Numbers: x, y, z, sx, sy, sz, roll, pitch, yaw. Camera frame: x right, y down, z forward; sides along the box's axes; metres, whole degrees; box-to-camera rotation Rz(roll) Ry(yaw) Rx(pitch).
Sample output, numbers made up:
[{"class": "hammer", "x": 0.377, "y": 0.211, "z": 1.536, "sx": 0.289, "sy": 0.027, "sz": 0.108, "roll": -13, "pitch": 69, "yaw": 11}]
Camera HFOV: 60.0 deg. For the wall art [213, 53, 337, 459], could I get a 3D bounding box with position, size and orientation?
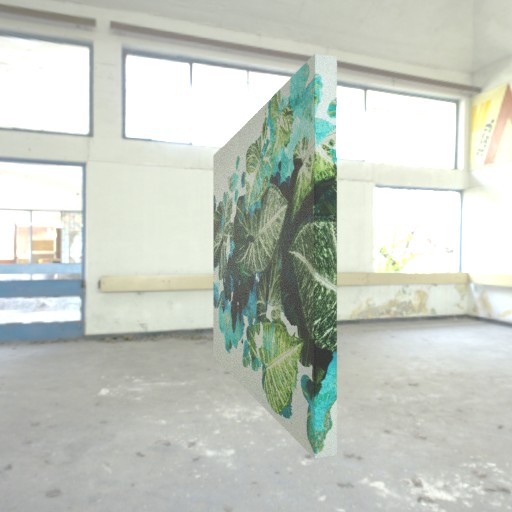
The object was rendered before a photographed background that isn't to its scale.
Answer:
[{"class": "wall art", "x": 0.000, "y": 0.000, "z": 1.010, "sx": 0.043, "sy": 0.610, "sz": 0.711, "roll": 0, "pitch": 0, "yaw": -18}]
